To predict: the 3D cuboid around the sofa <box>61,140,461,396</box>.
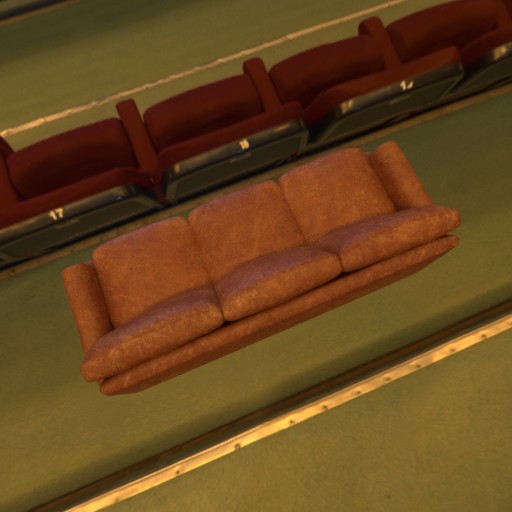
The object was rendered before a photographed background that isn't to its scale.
[{"bbox_3d":[0.000,0.000,2.869,2.351,0.977,0.973,-22,76,-6],"label":"sofa"}]
